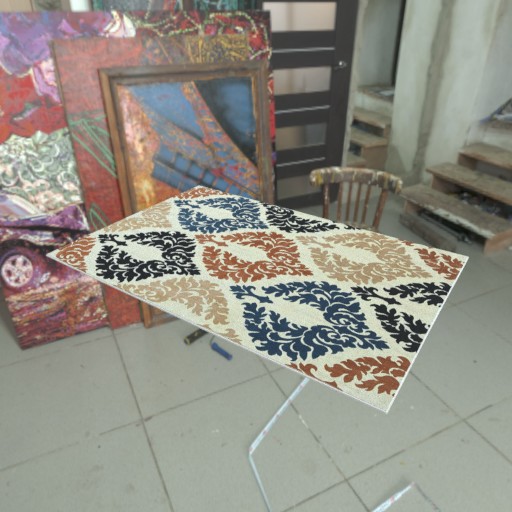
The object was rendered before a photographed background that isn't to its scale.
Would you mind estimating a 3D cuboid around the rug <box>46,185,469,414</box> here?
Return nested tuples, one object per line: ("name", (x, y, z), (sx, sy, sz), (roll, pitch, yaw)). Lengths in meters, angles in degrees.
("rug", (0.000, 0.000, 2.853), (2.275, 0.014, 1.514), (19, 35, 29))
